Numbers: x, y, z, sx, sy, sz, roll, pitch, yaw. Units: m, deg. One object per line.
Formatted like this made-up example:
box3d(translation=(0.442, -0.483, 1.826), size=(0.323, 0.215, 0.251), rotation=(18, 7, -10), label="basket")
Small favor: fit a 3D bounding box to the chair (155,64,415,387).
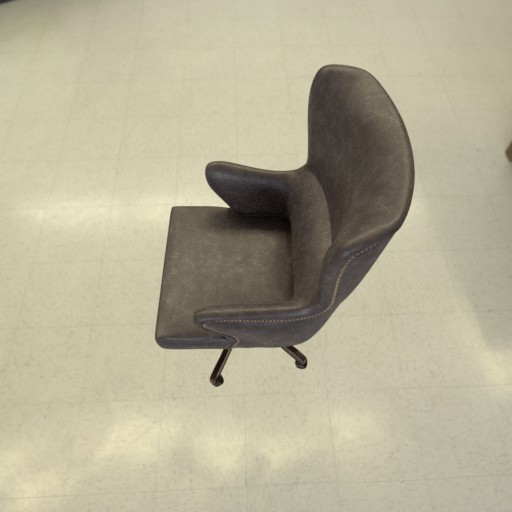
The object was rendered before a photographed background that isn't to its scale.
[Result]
box3d(translation=(0.000, 0.000, 1.445), size=(0.717, 1.037, 0.594), rotation=(0, 59, 0), label="chair")
